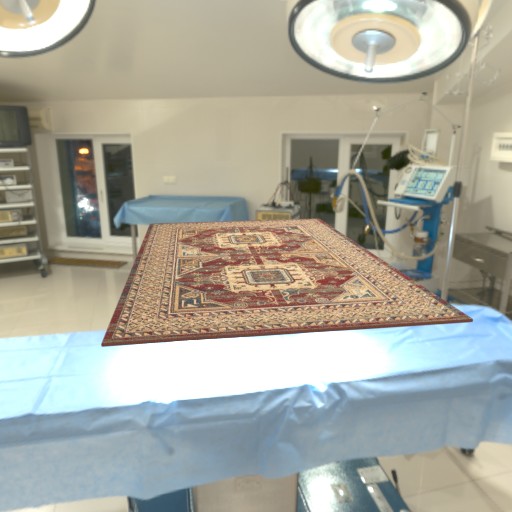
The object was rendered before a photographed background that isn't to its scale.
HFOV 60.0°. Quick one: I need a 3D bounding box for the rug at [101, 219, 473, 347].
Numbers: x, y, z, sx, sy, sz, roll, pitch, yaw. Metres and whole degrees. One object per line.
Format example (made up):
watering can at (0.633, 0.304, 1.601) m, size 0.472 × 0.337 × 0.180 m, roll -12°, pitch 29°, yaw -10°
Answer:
rug at (0.000, 0.000, 5.716) m, size 3.033 × 0.033 × 4.578 m, roll -2°, pitch 16°, yaw -8°
